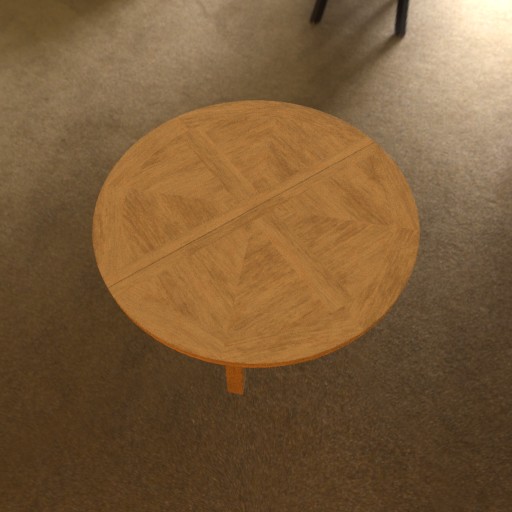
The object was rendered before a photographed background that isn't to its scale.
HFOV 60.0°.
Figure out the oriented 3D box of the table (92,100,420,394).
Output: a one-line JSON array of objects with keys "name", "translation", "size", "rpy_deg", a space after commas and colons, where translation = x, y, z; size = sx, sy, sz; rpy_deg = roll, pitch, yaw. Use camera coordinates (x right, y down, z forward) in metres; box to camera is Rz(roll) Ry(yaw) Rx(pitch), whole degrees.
[{"name": "table", "translation": [0.000, 0.000, 2.142], "size": [1.319, 0.762, 1.319], "rpy_deg": [0, 58, 0]}]
